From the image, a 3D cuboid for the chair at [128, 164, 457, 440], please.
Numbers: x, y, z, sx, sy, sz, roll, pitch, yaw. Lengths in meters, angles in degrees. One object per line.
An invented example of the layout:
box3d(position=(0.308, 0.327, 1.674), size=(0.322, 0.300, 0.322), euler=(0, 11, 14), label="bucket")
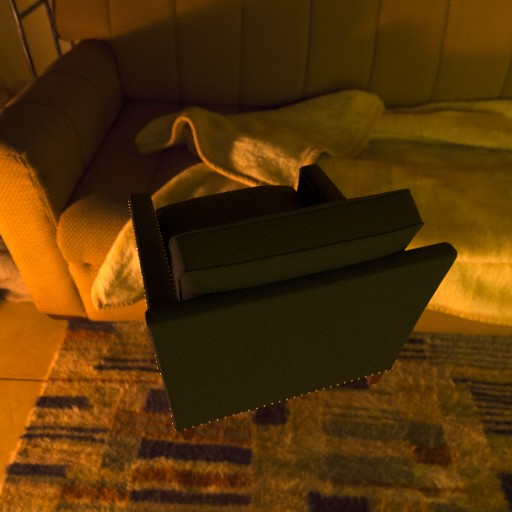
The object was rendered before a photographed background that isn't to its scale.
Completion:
box3d(position=(0.000, 0.000, 1.685), size=(0.853, 0.943, 1.014), euler=(-12, 43, -13), label="chair")
